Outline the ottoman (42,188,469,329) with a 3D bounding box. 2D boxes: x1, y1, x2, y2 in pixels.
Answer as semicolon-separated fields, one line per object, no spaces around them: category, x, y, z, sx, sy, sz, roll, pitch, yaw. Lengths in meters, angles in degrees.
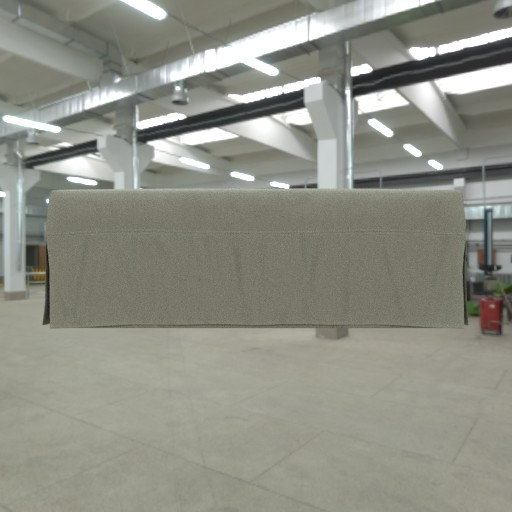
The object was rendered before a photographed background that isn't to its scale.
ottoman;0.000;0.000;1.721;1.388;0.457;0.665;0;0;0
